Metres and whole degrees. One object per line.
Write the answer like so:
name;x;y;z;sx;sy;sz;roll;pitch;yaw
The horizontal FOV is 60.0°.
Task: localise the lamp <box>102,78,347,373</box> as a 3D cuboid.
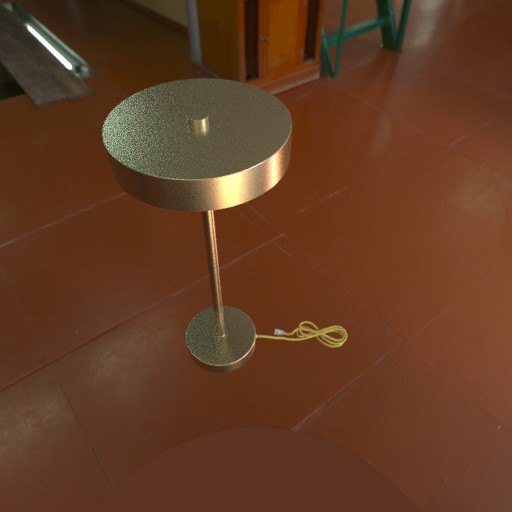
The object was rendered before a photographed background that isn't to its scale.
lamp;0.000;0.000;0.721;0.369;0.508;0.229;-2;47;-2
